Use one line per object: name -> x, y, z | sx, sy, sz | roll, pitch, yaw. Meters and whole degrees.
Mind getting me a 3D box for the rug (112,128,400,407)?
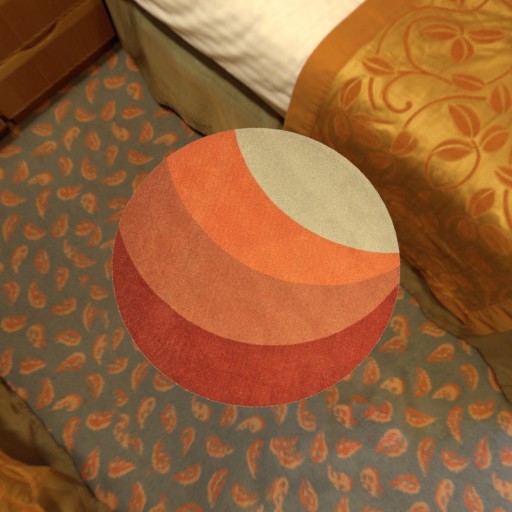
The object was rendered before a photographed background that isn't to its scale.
rug -> 0.000, 0.000, 2.337 | 1.514, 0.015, 1.514 | 0, 75, 0
